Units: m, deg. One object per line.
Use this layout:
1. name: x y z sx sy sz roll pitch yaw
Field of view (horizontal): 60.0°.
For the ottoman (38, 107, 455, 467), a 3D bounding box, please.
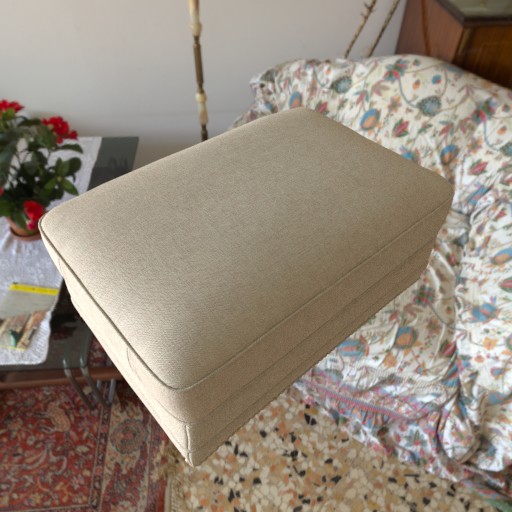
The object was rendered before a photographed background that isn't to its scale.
1. ottoman: 0.000 0.000 1.105 0.813 0.458 0.559 -32 55 -27
